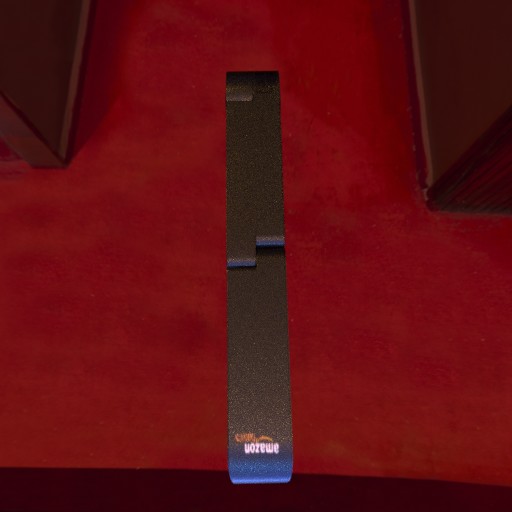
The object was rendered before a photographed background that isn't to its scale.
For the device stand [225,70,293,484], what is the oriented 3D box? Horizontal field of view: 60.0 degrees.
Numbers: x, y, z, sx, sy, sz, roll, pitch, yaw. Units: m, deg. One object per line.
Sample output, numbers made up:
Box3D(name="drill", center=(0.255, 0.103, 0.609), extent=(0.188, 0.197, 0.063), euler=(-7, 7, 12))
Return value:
Box3D(name="device stand", center=(0.000, 0.000, 0.194), extent=(0.026, 0.030, 0.179), euler=(-1, 76, 0))
